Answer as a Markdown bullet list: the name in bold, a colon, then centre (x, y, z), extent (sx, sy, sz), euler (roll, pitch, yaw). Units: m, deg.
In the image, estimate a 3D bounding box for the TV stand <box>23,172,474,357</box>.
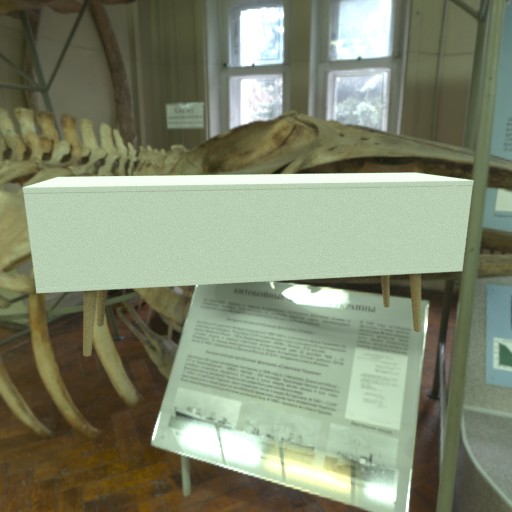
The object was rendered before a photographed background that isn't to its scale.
- **TV stand**: centre (0.000, 0.000, 1.619), extent (1.398, 0.560, 0.401), euler (-2, 15, -9)
